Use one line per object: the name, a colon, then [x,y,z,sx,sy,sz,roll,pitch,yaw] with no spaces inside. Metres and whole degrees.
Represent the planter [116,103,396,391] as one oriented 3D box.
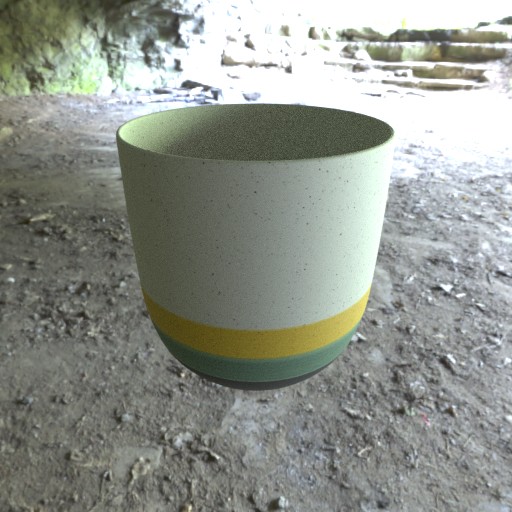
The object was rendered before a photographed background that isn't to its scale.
planter: [0.000,0.000,0.369,0.195,0.214,0.195,0,28,0]
